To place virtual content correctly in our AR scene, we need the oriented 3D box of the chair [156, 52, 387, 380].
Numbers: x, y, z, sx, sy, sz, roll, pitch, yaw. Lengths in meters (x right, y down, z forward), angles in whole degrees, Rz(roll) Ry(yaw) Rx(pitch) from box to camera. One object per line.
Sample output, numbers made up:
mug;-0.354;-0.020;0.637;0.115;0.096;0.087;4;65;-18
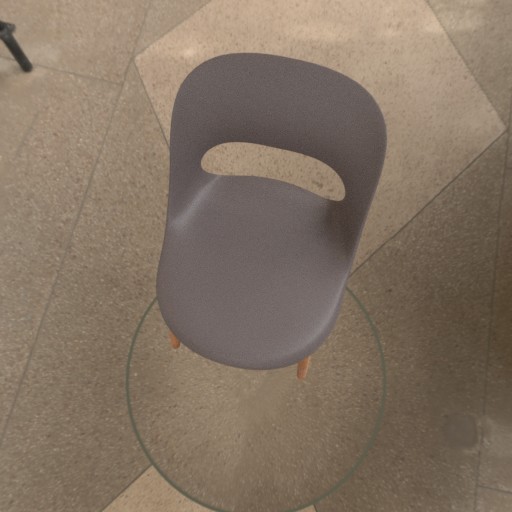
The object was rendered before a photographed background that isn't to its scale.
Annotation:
chair;0.000;0.000;1.121;0.470;0.794;0.556;13;76;3
